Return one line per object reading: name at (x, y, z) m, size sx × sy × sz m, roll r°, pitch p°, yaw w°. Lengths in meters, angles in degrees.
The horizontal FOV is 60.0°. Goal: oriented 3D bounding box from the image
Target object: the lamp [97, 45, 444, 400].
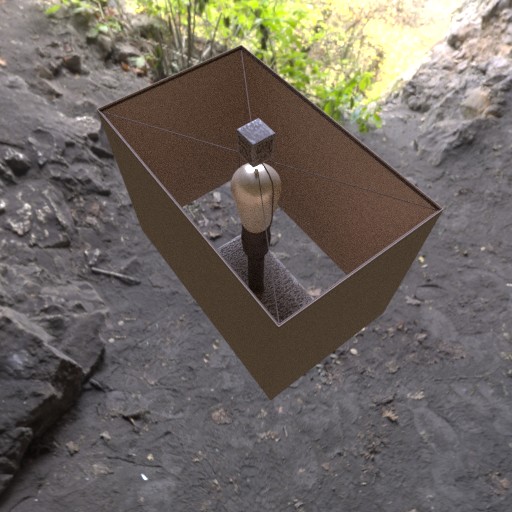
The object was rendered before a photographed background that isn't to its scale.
lamp at (0.000, 0.000, 0.561) m, size 0.180 × 0.411 × 0.294 m, roll -33°, pitch 63°, yaw -19°
